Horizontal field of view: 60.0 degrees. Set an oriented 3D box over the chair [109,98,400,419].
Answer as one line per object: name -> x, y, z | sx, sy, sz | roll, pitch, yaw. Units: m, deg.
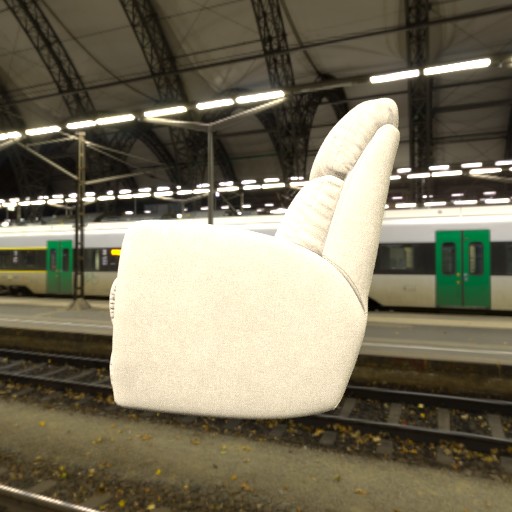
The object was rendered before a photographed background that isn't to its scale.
chair -> 0.000, 0.000, 1.697 | 0.941, 1.015, 0.812 | 0, -1, 1
